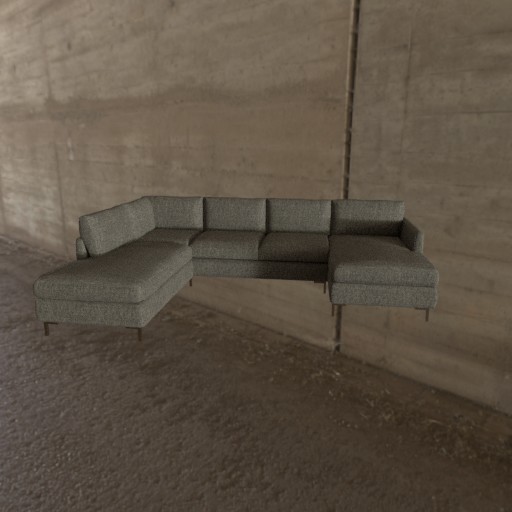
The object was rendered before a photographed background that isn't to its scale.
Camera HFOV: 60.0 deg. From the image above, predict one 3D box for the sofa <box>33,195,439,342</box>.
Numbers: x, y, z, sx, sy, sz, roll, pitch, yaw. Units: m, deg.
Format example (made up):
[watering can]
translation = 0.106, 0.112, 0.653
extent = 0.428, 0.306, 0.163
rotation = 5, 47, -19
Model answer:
[sofa]
translation = 0.000, 0.000, 3.611
extent = 2.737, 0.756, 1.879
rotation = 2, 15, 8
